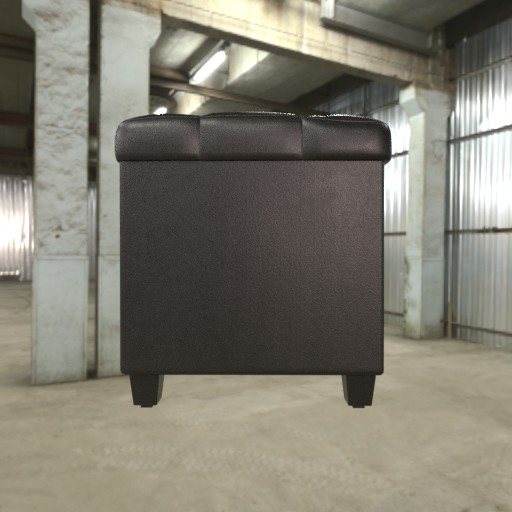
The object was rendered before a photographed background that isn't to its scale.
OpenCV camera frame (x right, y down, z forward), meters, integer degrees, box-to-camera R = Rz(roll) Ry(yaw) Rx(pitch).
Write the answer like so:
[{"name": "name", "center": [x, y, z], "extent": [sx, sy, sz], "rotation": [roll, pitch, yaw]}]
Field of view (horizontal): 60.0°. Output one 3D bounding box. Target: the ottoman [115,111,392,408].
[{"name": "ottoman", "center": [0.000, 0.000, 1.078], "extent": [0.432, 0.470, 0.838], "rotation": [0, 1, 0]}]
